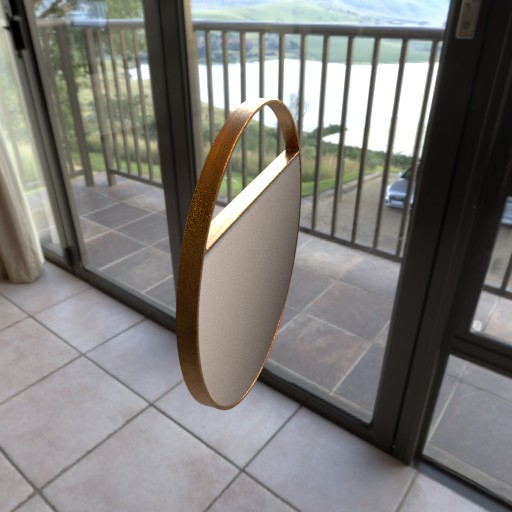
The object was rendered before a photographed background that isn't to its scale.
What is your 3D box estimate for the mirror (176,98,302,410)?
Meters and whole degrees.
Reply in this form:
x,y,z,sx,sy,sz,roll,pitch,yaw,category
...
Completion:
x,y,z,sx,sy,sz,roll,pitch,yaw,category
0.000,0.000,0.843,0.032,0.565,0.565,10,31,17,mirror
